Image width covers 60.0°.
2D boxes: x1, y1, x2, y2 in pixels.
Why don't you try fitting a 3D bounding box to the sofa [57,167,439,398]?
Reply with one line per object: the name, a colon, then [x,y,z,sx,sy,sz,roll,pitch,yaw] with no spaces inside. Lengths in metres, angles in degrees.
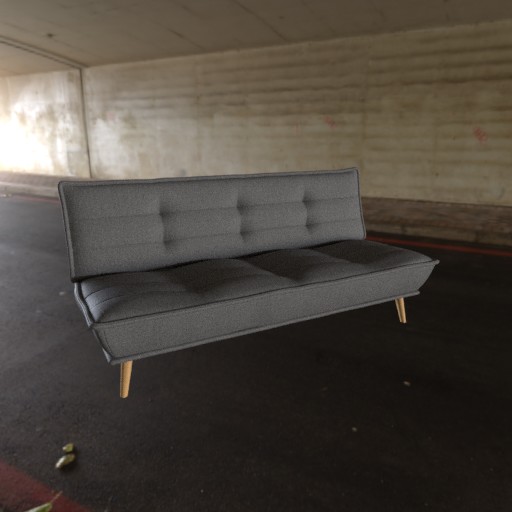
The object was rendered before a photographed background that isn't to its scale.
sofa: [0.000,0.000,2.515,1.940,0.890,0.950,-8,18,-27]
